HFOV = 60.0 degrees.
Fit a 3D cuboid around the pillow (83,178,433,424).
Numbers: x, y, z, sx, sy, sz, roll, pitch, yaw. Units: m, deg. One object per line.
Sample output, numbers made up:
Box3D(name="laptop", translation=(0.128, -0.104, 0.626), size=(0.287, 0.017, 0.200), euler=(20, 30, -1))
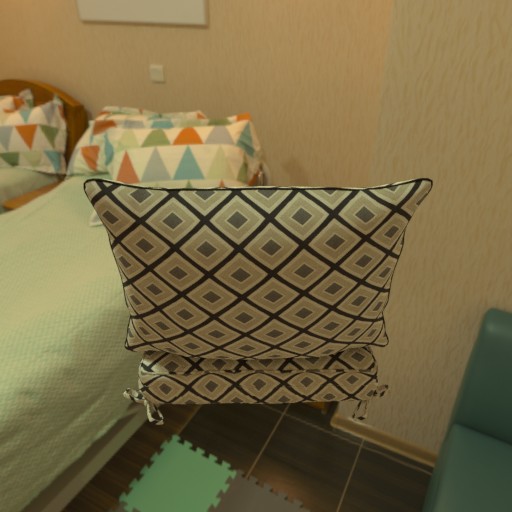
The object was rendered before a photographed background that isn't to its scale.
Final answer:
Box3D(name="pillow", translation=(0.000, 0.000, 1.382), size=(0.798, 0.722, 0.733), euler=(-1, 30, -1))
